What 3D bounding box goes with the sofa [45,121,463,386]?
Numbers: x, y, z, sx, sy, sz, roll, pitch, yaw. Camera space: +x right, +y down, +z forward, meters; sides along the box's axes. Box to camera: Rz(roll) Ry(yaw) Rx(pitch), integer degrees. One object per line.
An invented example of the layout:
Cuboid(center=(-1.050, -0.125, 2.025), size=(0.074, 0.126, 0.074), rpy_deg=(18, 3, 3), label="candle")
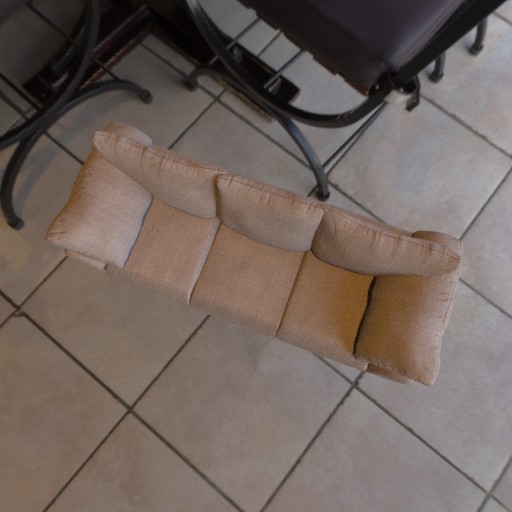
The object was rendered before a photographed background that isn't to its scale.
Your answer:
Cuboid(center=(0.000, 0.000, 2.818), size=(2.334, 0.996, 0.878), rpy_deg=(20, 76, 5), label="sofa")
